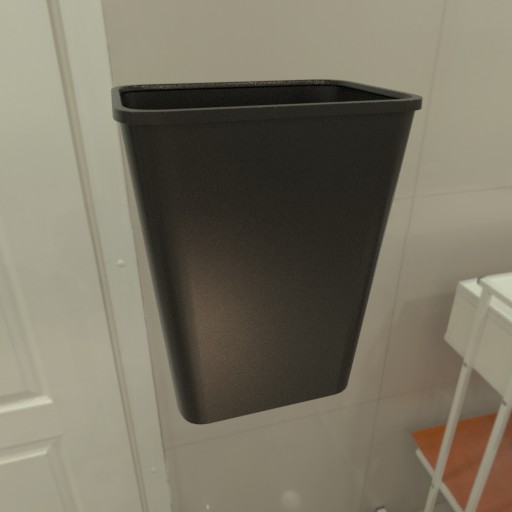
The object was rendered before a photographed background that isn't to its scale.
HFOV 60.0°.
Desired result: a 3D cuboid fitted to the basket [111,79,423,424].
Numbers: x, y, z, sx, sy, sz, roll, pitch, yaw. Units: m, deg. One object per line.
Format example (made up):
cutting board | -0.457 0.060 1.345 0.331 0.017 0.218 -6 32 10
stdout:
basket | 0.000 0.000 0.742 0.394 0.521 0.287 -8 28 -15
